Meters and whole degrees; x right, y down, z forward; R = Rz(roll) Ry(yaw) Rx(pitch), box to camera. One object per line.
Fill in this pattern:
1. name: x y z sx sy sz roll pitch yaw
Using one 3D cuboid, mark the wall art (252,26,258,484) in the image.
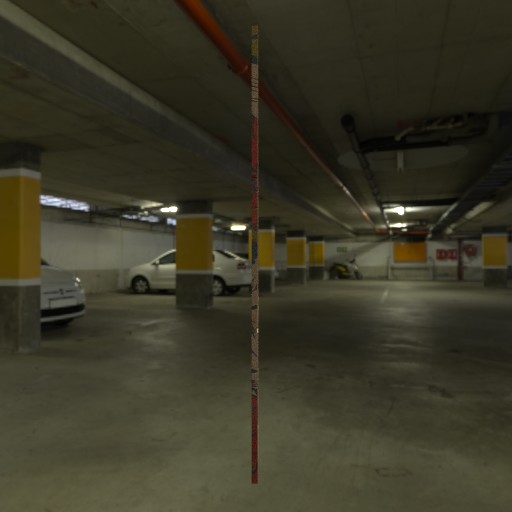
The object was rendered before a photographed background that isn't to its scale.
1. wall art: 0.000 0.000 1.336 0.013 0.913 0.904 0 -1 0
